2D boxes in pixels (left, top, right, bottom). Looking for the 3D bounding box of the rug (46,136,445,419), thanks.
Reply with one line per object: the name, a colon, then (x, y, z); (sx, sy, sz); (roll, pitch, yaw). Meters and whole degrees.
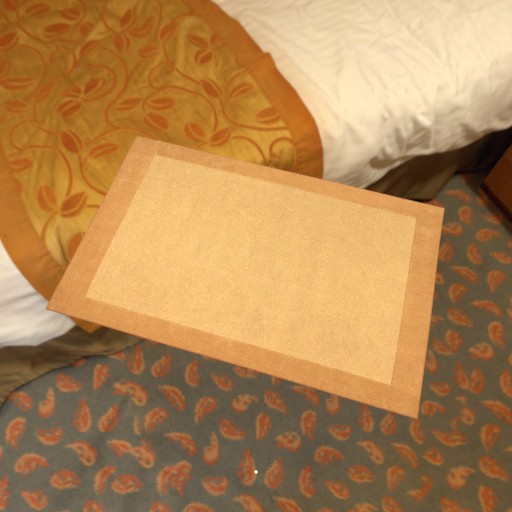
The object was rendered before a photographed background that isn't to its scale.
rug: (0.000, 0.000, 3.084); (2.438, 0.014, 1.524); (15, 65, 7)
